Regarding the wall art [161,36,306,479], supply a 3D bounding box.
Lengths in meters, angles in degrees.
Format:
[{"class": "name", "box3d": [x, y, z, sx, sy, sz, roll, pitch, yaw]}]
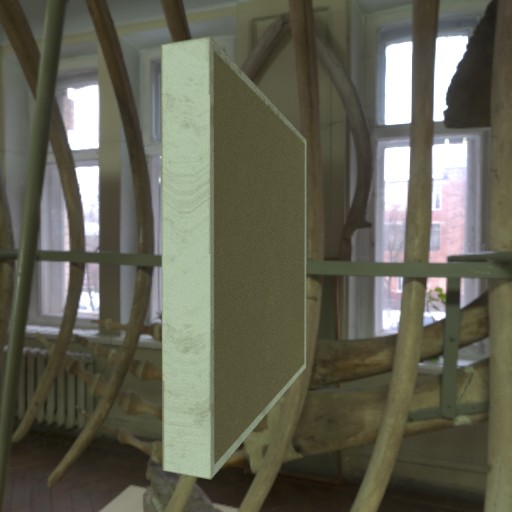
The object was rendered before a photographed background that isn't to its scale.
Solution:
[{"class": "wall art", "box3d": [0.000, 0.000, 0.453, 0.038, 0.303, 0.305, 0, 1, 19]}]
